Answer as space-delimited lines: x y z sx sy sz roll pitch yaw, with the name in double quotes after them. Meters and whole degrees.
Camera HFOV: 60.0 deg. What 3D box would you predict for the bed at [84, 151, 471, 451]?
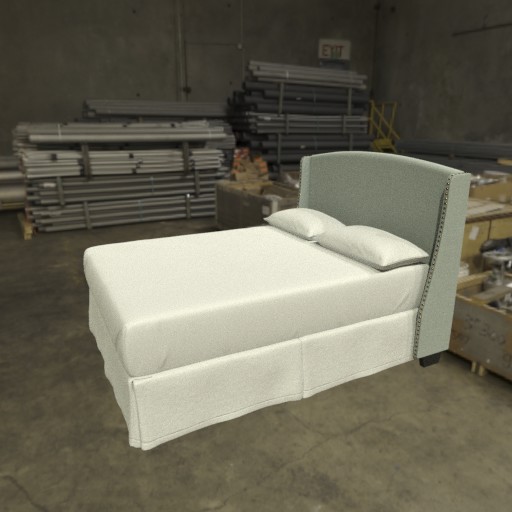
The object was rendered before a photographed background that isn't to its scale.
0.000 0.000 3.213 2.237 1.407 1.710 -8 19 -26 "bed"
